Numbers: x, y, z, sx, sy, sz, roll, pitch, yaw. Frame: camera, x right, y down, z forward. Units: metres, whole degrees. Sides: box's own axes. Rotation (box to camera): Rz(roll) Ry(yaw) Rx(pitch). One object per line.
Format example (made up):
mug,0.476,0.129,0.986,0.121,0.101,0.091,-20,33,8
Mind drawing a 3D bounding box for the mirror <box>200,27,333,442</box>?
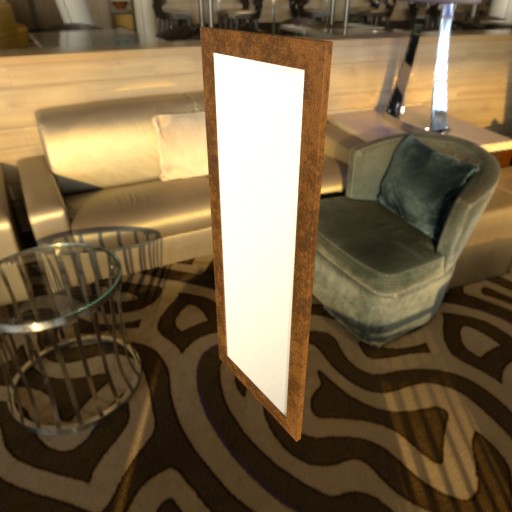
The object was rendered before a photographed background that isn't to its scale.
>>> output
mirror,0.000,0.000,2.254,0.032,2.031,0.812,-21,37,-30
